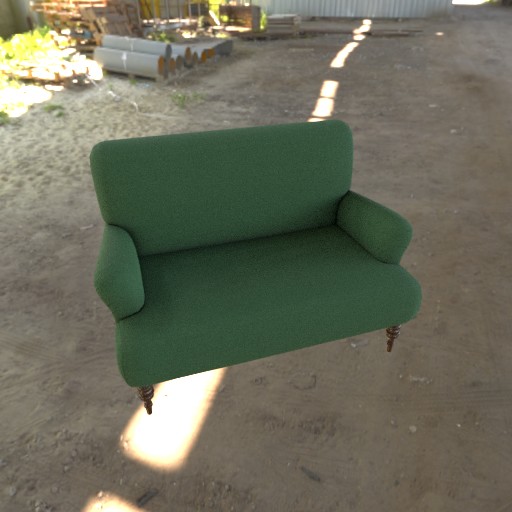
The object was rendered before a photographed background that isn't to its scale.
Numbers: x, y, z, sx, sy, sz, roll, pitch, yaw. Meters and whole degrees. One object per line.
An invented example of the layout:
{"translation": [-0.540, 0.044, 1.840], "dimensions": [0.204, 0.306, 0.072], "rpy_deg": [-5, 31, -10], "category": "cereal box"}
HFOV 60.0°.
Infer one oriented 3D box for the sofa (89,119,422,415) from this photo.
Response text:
{"translation": [0.000, 0.000, 1.895], "dimensions": [1.297, 0.889, 0.779], "rpy_deg": [-10, 33, -16], "category": "sofa"}
